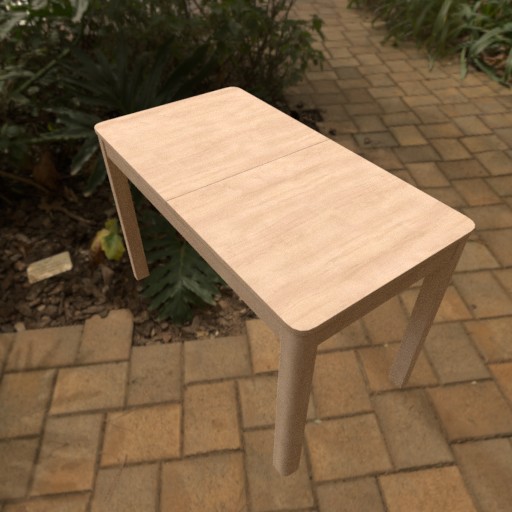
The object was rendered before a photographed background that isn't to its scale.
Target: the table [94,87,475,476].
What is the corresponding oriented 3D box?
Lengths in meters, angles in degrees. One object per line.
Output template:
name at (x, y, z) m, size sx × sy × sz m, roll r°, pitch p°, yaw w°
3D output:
table at (0.000, 0.000, 1.963) m, size 0.750 × 0.900 × 1.400 m, roll -26°, pitch 48°, yaw -26°
